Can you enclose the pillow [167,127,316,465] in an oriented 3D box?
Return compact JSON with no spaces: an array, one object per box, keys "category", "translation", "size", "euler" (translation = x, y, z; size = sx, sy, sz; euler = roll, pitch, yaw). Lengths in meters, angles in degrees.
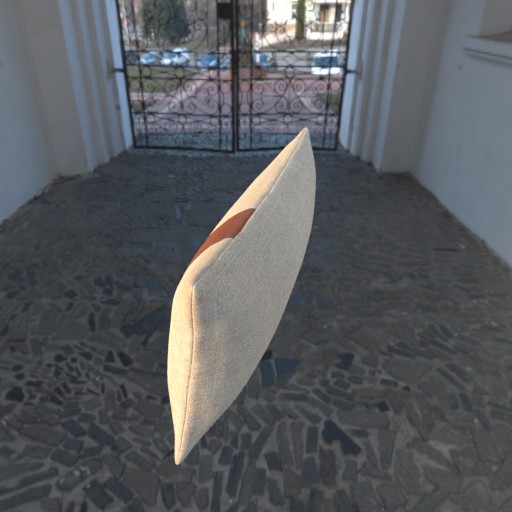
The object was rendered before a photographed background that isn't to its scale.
[{"category":"pillow","translation":[0.000,0.000,0.734],"size":[0.155,0.282,0.612],"euler":[8,31,13]}]
